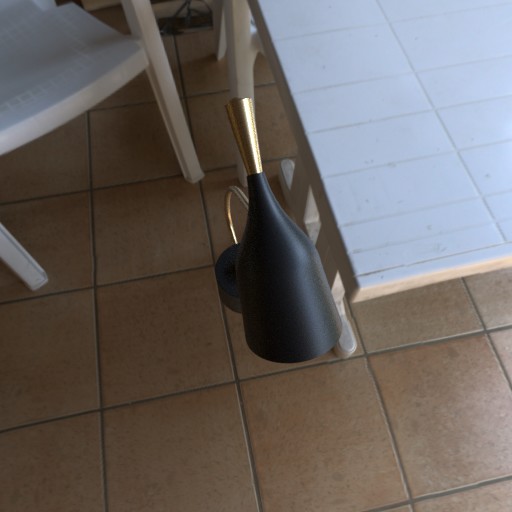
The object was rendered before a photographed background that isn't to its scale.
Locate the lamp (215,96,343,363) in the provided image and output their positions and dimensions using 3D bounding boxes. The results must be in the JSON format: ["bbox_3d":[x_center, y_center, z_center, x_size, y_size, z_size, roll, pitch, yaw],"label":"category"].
[{"bbox_3d":[0.000,0.000,0.605,0.110,0.464,0.352,-16,64,-8],"label":"lamp"}]
